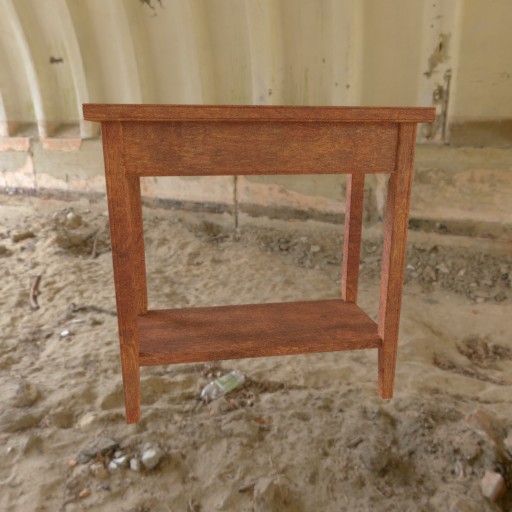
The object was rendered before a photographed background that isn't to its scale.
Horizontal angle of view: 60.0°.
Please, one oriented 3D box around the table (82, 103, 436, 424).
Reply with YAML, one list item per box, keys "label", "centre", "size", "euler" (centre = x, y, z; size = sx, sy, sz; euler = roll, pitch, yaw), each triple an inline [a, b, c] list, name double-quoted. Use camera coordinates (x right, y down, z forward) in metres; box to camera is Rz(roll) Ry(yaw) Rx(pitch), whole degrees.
- label: "table"
  centre: [0.000, 0.000, 0.974]
  size: [0.610, 0.610, 0.305]
  euler: [-2, 15, -9]
